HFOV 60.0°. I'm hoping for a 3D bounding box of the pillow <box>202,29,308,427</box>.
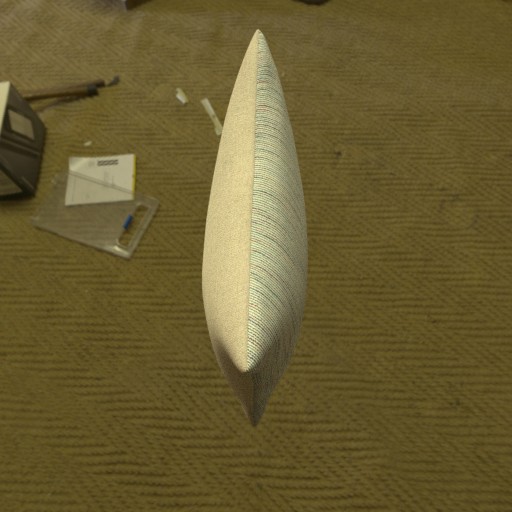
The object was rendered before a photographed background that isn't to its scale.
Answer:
[{"bbox_3d":[0.000,0.000,0.769,0.178,0.506,0.512,1,64,1],"label":"pillow"}]
